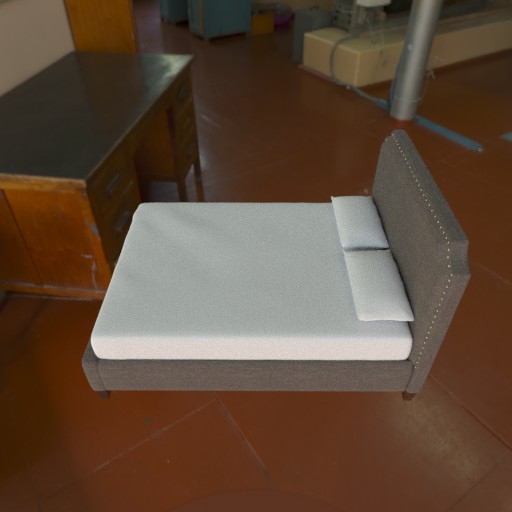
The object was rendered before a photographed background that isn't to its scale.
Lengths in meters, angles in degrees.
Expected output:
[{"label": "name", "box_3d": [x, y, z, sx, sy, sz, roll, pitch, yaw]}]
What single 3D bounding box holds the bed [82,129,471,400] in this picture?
[{"label": "bed", "box_3d": [0.000, 0.000, 3.473, 2.381, 1.457, 1.713, 0, 41, 0]}]
